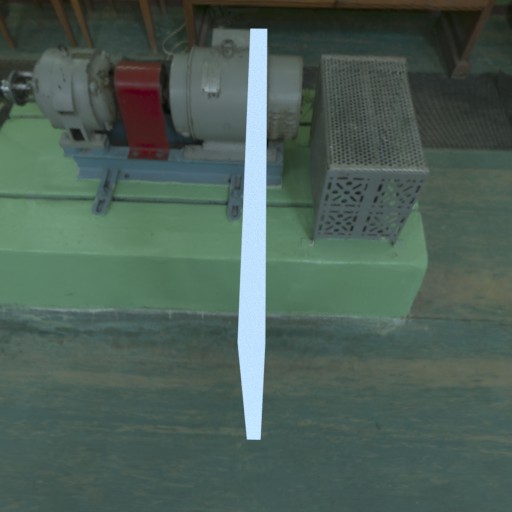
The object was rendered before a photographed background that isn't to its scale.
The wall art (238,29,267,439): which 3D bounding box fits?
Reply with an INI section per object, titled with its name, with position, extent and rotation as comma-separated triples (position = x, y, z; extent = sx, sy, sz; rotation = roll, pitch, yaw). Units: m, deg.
[wall art]
position = 0.000, 0.000, 0.841
extent = 0.028, 0.559, 0.559
rotation = 1, 58, 1
